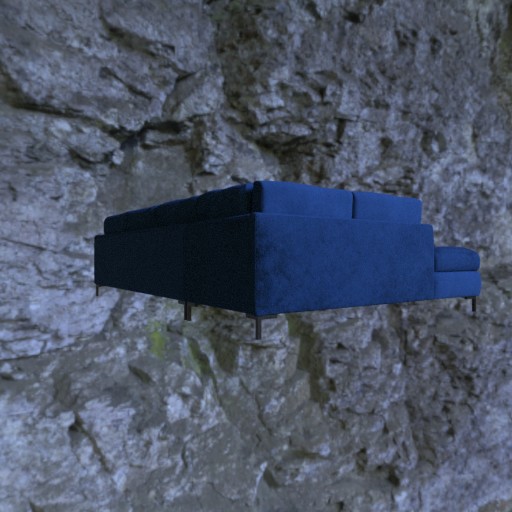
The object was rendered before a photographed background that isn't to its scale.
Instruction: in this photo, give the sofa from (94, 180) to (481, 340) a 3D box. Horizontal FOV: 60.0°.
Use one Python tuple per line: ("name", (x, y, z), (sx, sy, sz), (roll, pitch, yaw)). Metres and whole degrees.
("sofa", (0.000, 0.000, 3.872), (2.007, 0.815, 2.949), (0, 0, -35))
